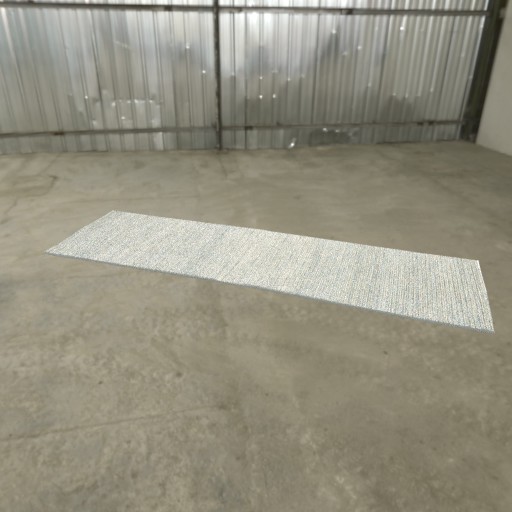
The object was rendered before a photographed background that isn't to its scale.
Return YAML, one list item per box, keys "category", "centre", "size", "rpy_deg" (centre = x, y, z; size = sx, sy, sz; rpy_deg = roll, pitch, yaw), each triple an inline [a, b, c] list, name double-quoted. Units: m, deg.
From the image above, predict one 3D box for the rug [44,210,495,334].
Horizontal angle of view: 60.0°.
- category: "rug"
  centre: [0.000, 0.000, 2.465]
  size: [2.341, 0.037, 0.675]
  rpy_deg: [9, 28, 17]
